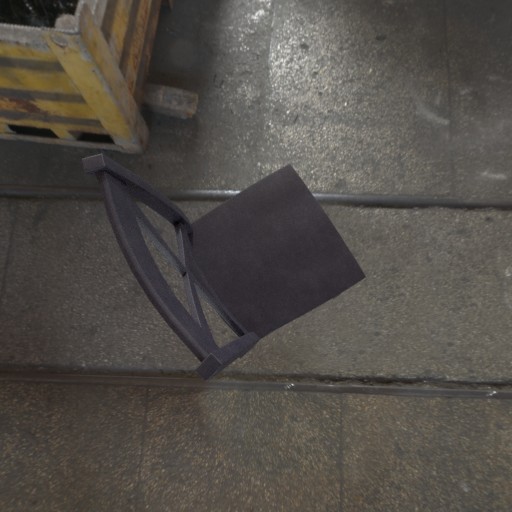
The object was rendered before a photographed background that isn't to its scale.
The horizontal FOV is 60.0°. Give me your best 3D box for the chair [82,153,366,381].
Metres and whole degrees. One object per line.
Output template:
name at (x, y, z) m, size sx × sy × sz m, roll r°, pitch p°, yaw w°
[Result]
chair at (0.000, 0.000, 1.317) m, size 0.542 × 0.983 × 0.485 m, roll -31°, pitch 79°, yaw -7°
